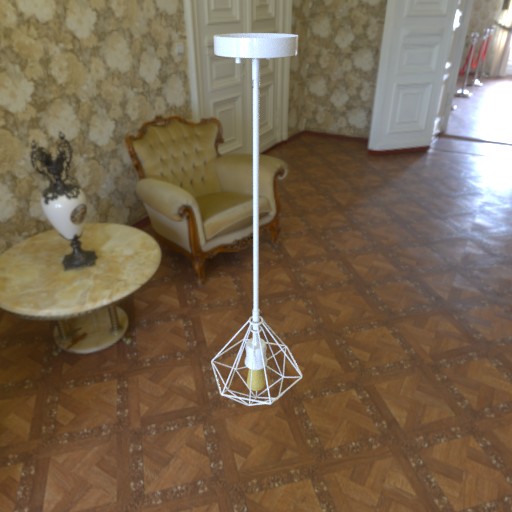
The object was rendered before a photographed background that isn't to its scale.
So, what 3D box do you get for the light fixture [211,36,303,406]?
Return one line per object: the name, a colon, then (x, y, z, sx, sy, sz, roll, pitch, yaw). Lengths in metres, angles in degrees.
light fixture: (0.000, 0.000, 1.978, 0.431, 1.764, 0.487, -8, 30, -14)
